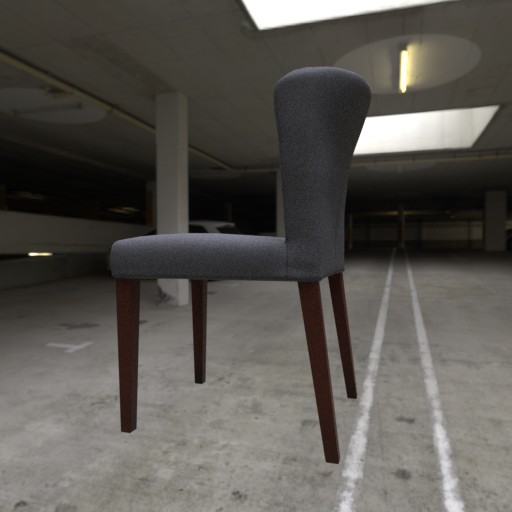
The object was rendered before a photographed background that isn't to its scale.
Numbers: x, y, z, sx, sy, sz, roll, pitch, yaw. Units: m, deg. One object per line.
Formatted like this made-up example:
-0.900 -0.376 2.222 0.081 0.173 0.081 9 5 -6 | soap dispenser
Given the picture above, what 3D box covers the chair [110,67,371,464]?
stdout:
0.000 0.000 1.178 0.592 0.839 0.491 0 1 18 | chair
